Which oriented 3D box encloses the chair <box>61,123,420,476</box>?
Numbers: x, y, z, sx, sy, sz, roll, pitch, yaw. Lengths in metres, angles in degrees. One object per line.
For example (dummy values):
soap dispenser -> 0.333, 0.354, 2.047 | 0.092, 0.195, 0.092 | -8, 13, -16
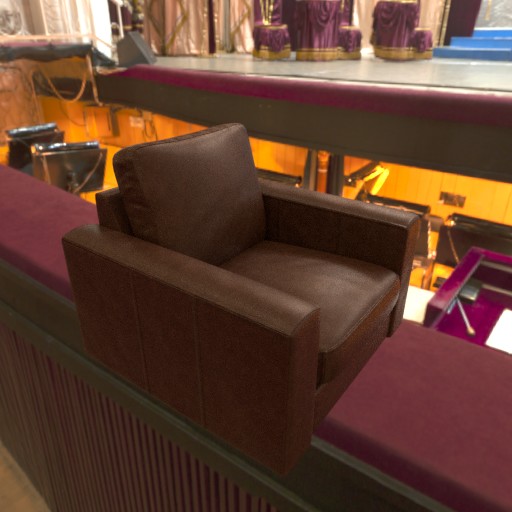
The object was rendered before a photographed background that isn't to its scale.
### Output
chair -> 0.000, 0.000, 1.734 | 1.016, 0.873, 1.005 | 18, 32, 32
